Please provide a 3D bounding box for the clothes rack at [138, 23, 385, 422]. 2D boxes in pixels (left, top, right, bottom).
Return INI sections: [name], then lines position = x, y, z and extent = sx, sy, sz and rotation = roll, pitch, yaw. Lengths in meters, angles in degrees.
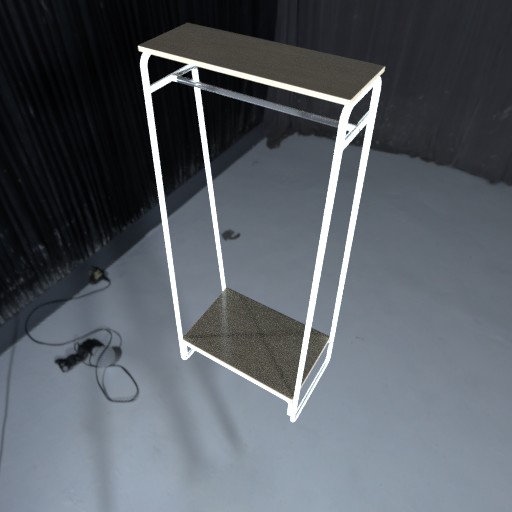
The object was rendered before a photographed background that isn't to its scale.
[clothes rack]
position = 0.000, 0.000, 1.718
extent = 0.640, 1.512, 0.400
rotation = 23, 49, 22
